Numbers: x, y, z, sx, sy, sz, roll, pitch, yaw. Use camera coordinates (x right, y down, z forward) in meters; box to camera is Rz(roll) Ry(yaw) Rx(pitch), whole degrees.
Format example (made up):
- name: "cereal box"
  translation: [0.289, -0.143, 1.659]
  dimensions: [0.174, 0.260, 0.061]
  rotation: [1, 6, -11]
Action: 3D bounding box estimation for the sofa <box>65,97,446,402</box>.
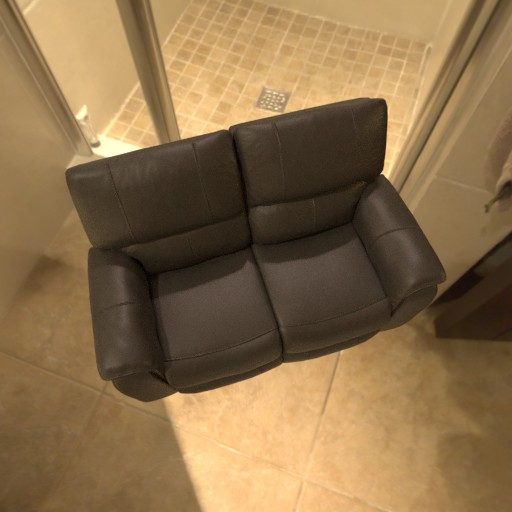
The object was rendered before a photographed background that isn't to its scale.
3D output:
- name: "sofa"
  translation: [0.000, 0.000, 2.432]
  dimensions: [1.765, 1.111, 1.104]
  rotation: [-15, 65, -7]
